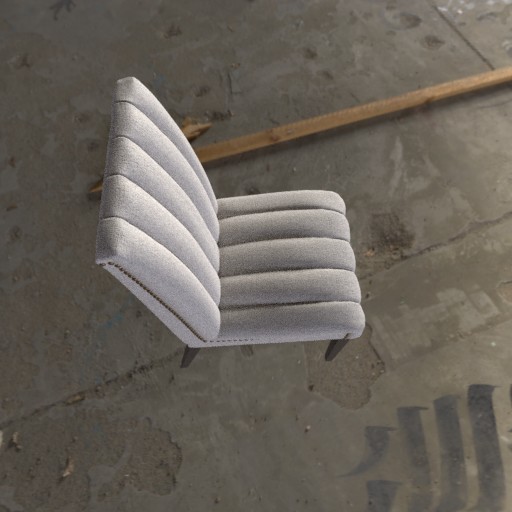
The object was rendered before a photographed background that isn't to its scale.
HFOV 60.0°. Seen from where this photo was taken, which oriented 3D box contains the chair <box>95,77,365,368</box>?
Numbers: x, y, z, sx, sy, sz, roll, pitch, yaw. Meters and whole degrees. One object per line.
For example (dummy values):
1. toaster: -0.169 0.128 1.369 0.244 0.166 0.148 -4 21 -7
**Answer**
1. chair: 0.000 0.000 1.384 0.647 1.016 0.511 -3 64 -1
